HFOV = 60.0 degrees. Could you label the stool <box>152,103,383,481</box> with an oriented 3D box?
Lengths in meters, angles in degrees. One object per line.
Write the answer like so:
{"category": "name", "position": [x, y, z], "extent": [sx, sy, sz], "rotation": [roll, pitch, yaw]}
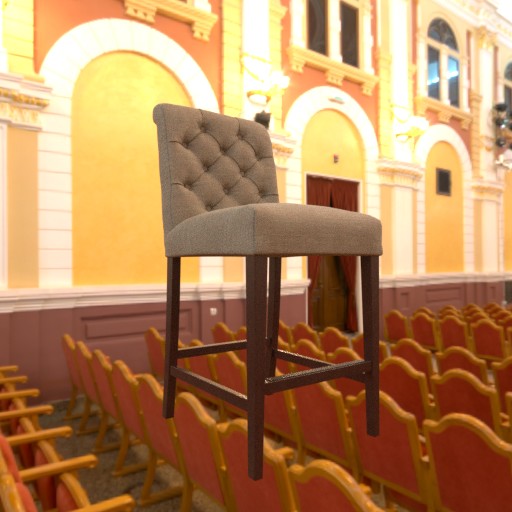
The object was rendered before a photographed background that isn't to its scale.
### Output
{"category": "stool", "position": [0.000, 0.000, 1.453], "extent": [0.486, 1.084, 0.660], "rotation": [0, 0, -36]}
